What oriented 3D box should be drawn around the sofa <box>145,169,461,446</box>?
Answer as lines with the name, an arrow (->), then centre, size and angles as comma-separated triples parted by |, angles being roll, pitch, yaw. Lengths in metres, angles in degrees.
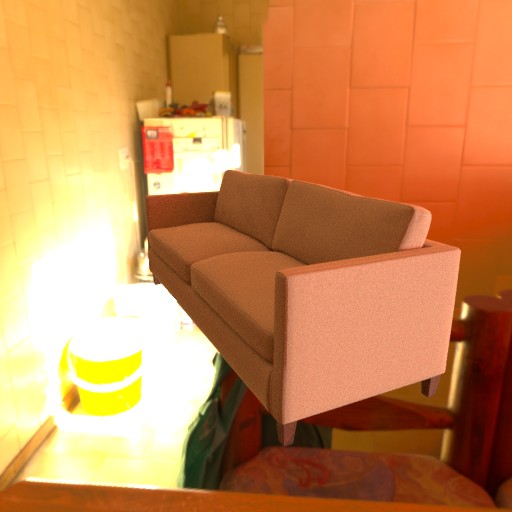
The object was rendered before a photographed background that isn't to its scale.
sofa -> 0.000, 0.000, 2.878 | 0.951, 0.968, 2.361 | -8, 17, -25
